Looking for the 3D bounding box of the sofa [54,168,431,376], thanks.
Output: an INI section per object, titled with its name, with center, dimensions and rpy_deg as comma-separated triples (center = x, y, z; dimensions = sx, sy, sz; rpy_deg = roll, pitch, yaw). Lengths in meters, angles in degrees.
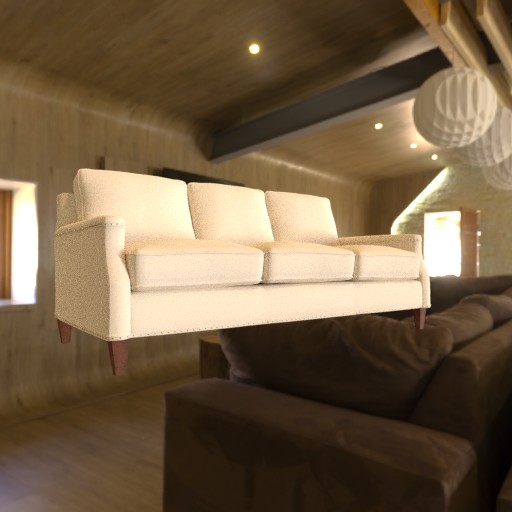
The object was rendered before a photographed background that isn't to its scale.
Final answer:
[sofa]
center = 0.000, 0.000, 2.828
dimensions = 2.246, 1.003, 1.084
rpy_deg = 1, -1, -36
